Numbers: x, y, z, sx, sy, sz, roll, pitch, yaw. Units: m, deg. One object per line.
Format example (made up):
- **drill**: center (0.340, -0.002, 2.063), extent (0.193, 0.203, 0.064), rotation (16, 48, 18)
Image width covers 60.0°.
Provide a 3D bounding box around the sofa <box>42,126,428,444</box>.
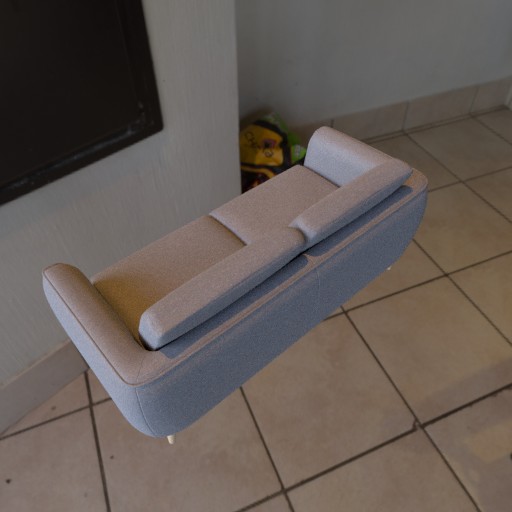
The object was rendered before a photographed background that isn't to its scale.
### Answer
- **sofa**: center (0.000, 0.000, 2.480), extent (2.000, 0.870, 0.920), rotation (-33, 55, -27)
